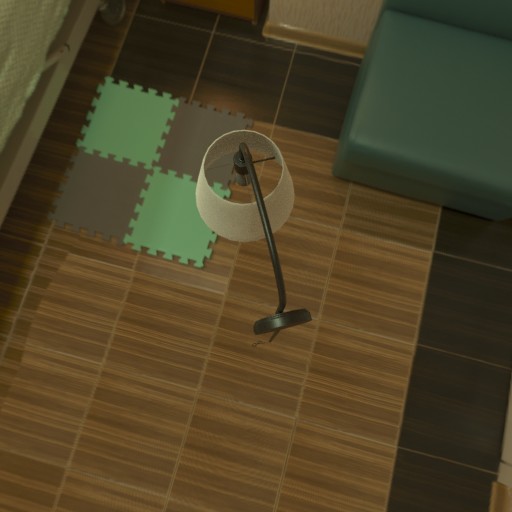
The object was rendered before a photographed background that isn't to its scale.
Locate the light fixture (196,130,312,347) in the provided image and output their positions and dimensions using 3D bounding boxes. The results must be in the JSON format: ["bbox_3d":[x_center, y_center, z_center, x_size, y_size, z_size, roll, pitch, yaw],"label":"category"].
[{"bbox_3d":[0.000,0.000,0.480,0.092,0.399,0.176,-14,77,-3],"label":"light fixture"}]
